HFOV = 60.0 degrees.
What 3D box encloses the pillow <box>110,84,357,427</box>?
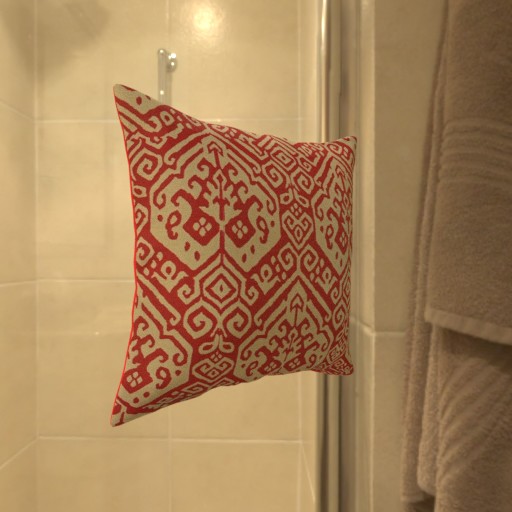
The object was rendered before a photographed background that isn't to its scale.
[{"bbox_3d":[0.000,0.000,0.797,0.522,0.507,0.192,0,0,-36],"label":"pillow"}]
